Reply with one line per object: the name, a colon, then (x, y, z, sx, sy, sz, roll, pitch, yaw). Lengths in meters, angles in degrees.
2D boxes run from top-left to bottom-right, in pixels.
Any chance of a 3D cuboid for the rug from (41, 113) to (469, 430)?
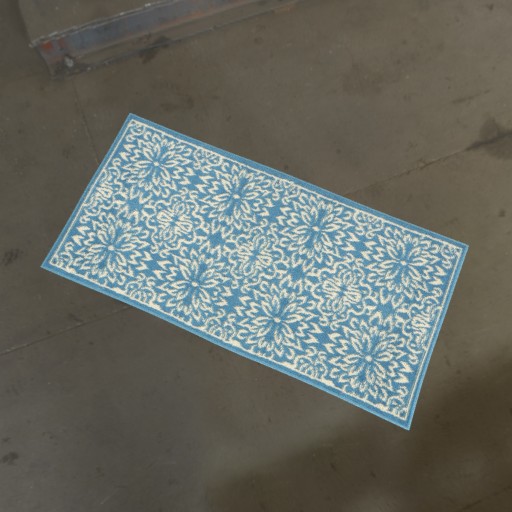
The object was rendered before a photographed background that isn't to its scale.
rug: (0.000, 0.000, 1.405, 1.219, 0.007, 0.604, 23, 76, 6)
